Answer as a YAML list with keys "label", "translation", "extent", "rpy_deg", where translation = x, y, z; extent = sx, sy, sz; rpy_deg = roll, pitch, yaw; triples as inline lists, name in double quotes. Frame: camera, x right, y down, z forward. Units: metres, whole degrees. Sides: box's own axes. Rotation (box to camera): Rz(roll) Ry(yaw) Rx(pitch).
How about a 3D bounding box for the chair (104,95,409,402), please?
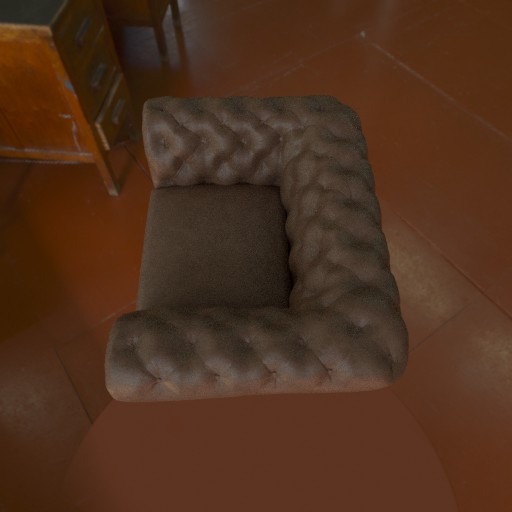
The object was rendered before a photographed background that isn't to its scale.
- label: "chair"
  translation: [0.000, 0.000, 1.889]
  extent: [0.954, 0.784, 1.298]
  rpy_deg: [-1, 59, -1]
